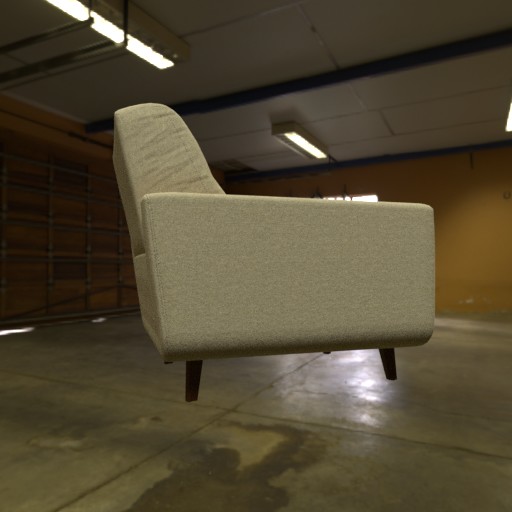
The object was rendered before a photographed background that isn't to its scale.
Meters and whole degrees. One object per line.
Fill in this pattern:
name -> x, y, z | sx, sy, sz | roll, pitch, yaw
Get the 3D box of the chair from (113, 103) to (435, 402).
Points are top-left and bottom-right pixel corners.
chair -> 0.000, 0.000, 1.832 | 1.128, 0.965, 0.897 | 0, -1, -18
